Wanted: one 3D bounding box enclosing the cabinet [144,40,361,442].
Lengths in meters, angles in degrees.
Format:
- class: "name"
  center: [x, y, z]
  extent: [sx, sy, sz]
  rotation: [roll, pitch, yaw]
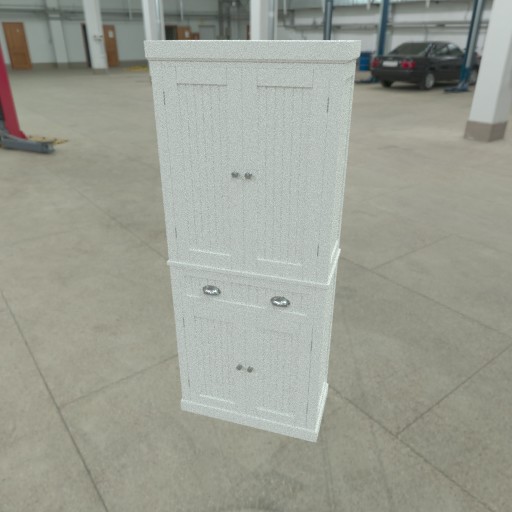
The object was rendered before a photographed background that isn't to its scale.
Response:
- class: "cabinet"
  center: [0.000, 0.000, 2.093]
  extent: [0.754, 1.829, 0.390]
  rotation: [8, 27, 15]
